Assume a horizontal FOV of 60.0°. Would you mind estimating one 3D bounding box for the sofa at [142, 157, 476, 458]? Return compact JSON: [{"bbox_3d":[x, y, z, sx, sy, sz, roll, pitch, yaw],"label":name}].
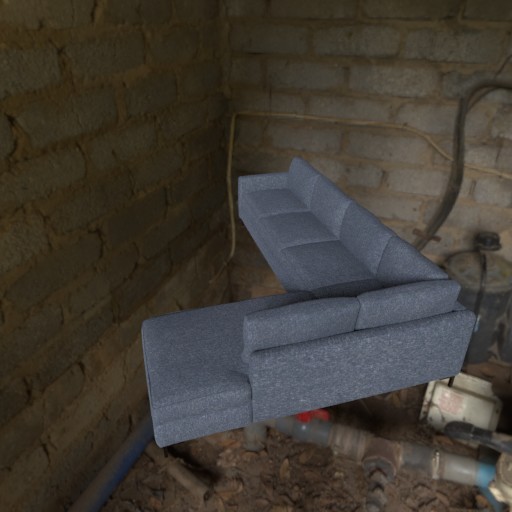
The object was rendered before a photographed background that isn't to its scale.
[{"bbox_3d":[0.000,0.000,3.779,2.007,0.815,2.949,-8,30,-14],"label":"sofa"}]
